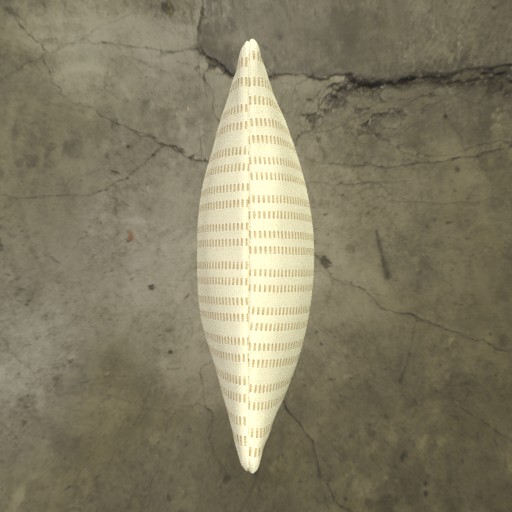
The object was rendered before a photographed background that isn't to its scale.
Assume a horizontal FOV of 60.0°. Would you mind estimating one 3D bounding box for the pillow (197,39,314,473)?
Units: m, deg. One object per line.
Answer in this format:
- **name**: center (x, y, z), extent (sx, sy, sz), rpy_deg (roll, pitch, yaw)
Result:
- **pillow**: center (0.000, 0.000, 0.811), extent (0.210, 0.353, 0.640), rpy_deg (0, 89, 0)
